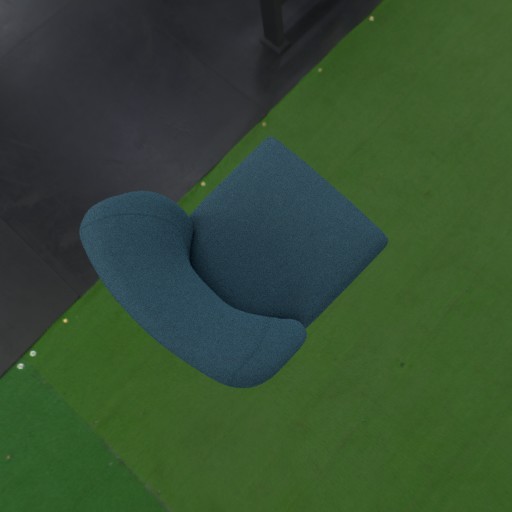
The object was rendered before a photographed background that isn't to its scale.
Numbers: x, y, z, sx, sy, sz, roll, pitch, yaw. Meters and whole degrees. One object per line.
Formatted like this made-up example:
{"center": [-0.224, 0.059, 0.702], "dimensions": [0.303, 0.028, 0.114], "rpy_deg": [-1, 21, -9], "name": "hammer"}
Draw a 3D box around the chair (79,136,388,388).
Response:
{"center": [0.000, 0.000, 1.236], "dimensions": [0.507, 0.879, 0.620], "rpy_deg": [44, 79, 11], "name": "chair"}
